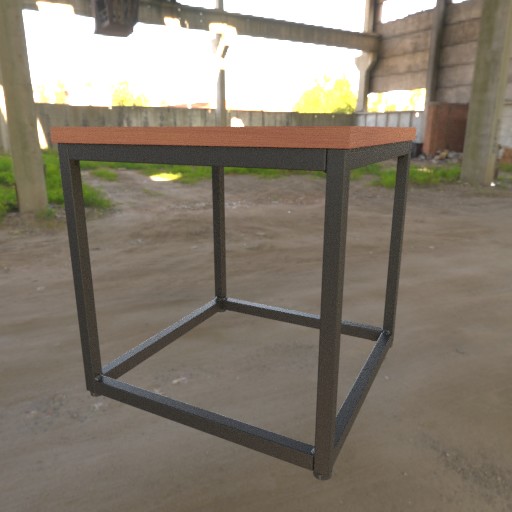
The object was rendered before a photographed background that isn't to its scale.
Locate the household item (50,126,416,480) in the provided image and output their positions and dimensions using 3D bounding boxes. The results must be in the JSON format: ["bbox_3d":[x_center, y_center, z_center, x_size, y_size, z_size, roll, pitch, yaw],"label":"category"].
[{"bbox_3d":[0.000,0.000,0.717,0.400,0.400,0.400,8,18,26],"label":"household item"}]
